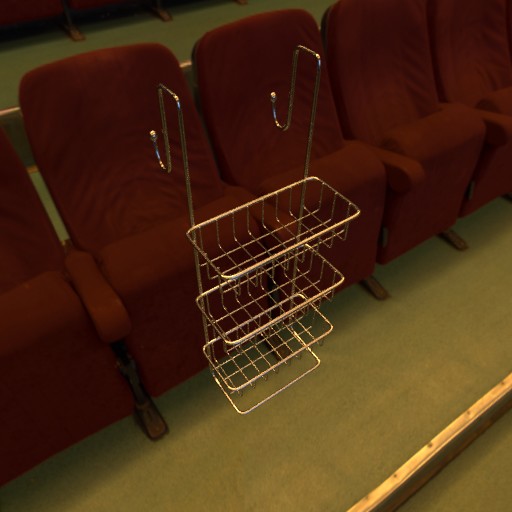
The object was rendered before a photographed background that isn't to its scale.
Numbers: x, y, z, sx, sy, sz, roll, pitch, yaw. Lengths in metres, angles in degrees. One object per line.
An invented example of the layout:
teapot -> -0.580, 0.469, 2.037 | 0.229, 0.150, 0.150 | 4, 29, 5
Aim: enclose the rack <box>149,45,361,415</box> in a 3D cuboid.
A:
rack -> 0.000, 0.000, 0.699 | 0.228, 0.574, 0.202 | -26, 51, -24
